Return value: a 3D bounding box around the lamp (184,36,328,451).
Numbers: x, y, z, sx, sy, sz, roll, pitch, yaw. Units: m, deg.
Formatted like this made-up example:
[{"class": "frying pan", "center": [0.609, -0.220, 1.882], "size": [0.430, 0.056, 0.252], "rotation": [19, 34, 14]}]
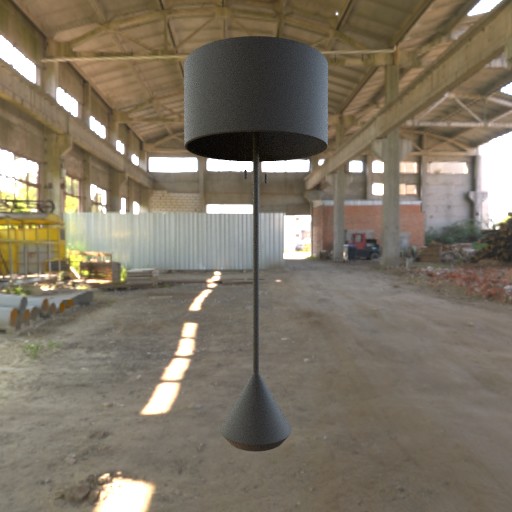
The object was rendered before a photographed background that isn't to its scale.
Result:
[{"class": "lamp", "center": [0.000, 0.000, 1.828], "size": [0.580, 1.526, 0.580], "rotation": [-1, 2, -36]}]
